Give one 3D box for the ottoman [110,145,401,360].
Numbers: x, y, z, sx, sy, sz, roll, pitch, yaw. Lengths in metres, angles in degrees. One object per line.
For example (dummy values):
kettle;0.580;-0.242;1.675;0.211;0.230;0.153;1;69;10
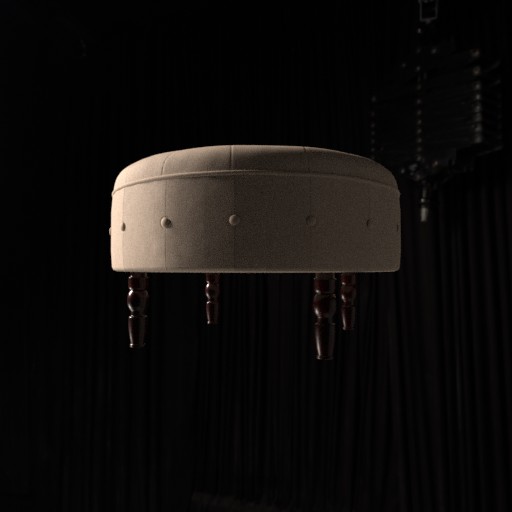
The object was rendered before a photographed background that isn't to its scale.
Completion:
ottoman;0.000;0.000;1.366;0.848;0.494;0.848;0;-1;0
